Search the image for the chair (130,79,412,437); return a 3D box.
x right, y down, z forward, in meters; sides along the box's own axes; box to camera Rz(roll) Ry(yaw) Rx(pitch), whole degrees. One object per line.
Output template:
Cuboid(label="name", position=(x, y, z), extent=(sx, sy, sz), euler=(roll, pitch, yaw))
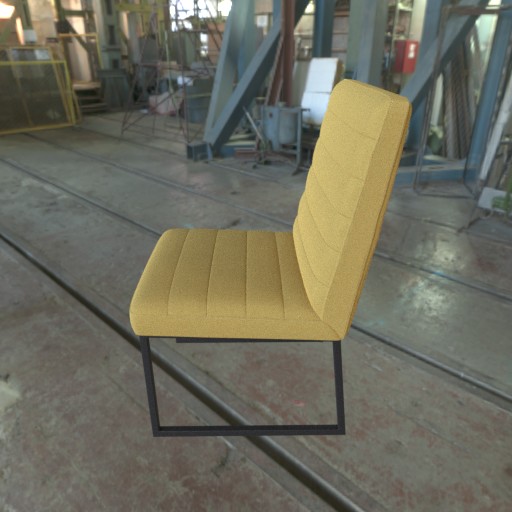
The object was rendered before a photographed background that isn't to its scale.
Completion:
Cuboid(label="chair", position=(0.000, 0.000, 1.285), extent=(0.634, 0.930, 0.520), euler=(0, 26, -1))
